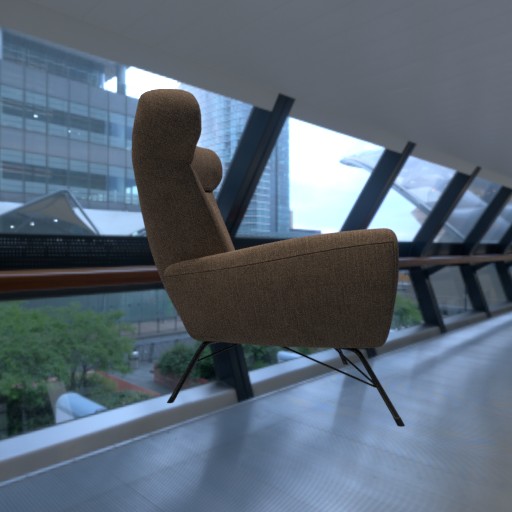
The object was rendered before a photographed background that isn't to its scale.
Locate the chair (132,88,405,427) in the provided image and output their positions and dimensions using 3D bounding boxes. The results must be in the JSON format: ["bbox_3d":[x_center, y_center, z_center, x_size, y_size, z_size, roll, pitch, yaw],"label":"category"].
[{"bbox_3d":[0.000,0.000,1.736,0.900,1.040,0.980,0,-1,-1],"label":"chair"}]
